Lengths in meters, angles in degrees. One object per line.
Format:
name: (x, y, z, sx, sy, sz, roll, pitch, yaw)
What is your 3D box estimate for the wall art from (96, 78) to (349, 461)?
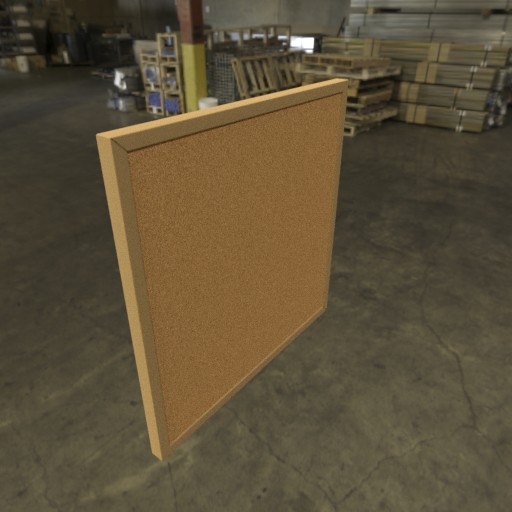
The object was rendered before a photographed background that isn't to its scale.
wall art: (0.000, 0.000, 1.127, 0.037, 0.761, 0.761, 21, 36, 32)
